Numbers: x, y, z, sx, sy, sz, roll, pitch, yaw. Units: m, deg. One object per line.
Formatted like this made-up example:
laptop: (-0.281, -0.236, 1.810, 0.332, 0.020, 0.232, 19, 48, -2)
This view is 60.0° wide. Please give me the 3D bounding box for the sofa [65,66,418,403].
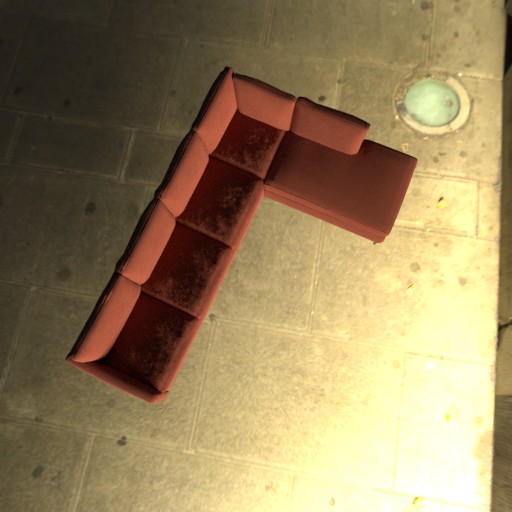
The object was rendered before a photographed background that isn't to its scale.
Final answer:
sofa: (0.000, 0.000, 3.617, 1.879, 0.757, 2.736, 24, 78, 6)
